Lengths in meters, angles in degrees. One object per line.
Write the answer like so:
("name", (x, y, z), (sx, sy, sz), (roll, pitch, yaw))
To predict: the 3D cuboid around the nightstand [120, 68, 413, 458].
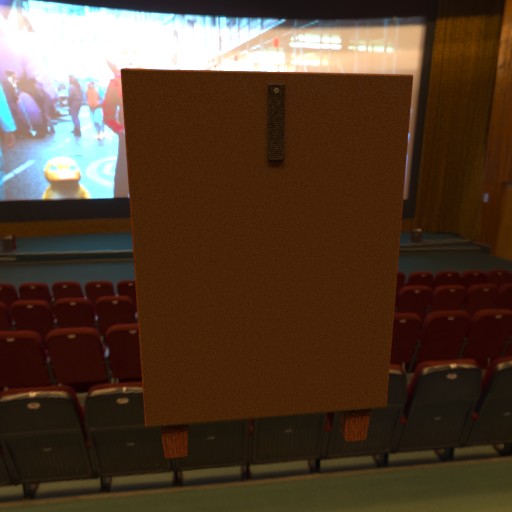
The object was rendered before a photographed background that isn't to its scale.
("nightstand", (0.000, 0.000, 0.969), (0.465, 0.695, 0.410), (-2, 14, -8))
